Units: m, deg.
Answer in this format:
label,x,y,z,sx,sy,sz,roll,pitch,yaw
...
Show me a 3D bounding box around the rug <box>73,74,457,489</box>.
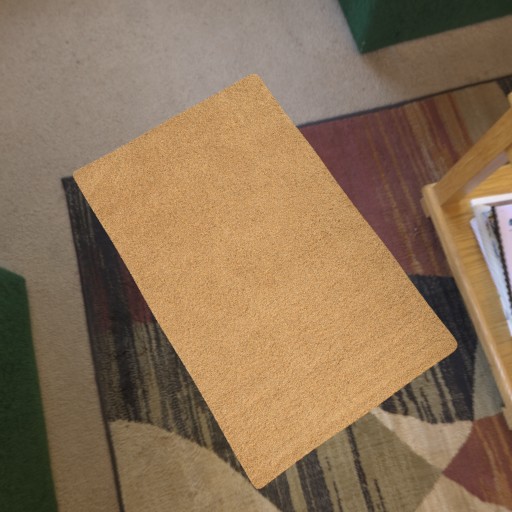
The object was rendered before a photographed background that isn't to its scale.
label,x,y,z,sx,sy,sz,roll,pitch,yaw
rug,0.000,0.000,2.896,1.500,0.025,2.349,-32,78,-8
